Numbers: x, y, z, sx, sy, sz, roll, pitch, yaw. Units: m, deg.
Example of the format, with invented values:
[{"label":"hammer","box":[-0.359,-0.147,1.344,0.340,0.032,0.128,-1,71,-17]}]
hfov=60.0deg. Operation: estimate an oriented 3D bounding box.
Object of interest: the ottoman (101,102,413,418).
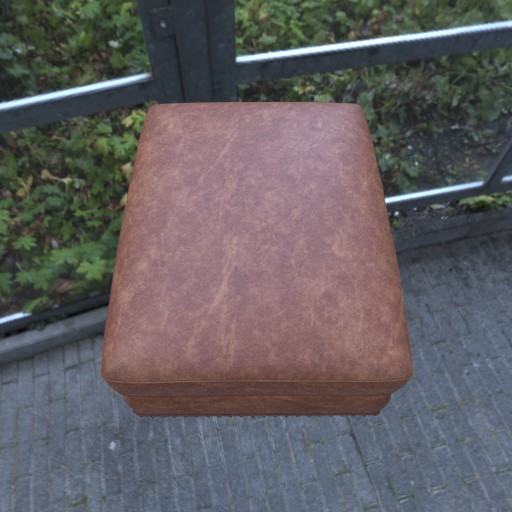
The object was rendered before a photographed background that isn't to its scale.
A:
[{"label":"ottoman","box":[0.000,0.000,1.127,0.586,0.486,0.742,0,58,0]}]
